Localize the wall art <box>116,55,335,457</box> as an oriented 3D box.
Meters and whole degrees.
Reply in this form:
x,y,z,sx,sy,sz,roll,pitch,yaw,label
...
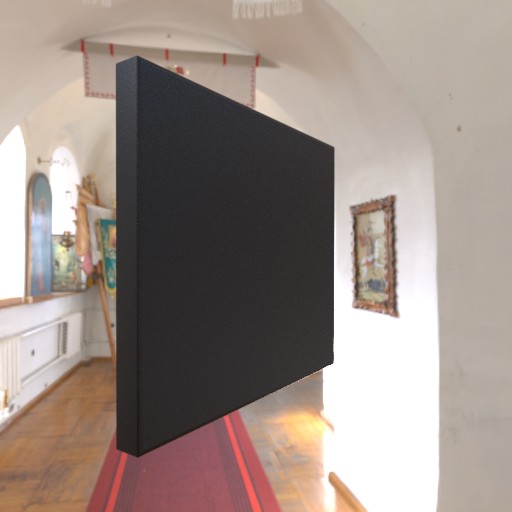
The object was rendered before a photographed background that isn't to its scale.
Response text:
x,y,z,sx,sy,sz,roll,pitch,yaw,label
0.000,0.000,0.527,0.028,0.330,0.380,0,0,35,wall art
